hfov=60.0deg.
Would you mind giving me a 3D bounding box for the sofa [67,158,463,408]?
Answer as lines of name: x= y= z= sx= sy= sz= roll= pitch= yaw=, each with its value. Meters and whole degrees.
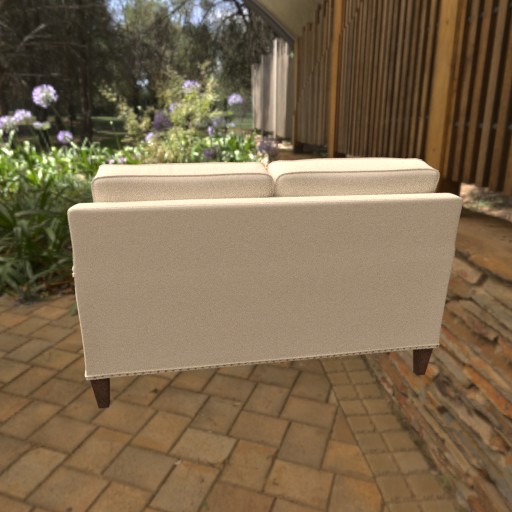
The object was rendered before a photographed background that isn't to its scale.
sofa: x=0.000 y=0.000 z=2.236 sx=1.597 sy=1.003 sz=1.084 roll=-3 pitch=17 yaw=-10
